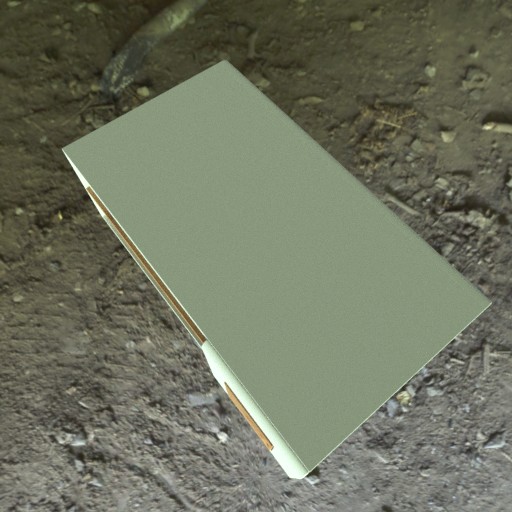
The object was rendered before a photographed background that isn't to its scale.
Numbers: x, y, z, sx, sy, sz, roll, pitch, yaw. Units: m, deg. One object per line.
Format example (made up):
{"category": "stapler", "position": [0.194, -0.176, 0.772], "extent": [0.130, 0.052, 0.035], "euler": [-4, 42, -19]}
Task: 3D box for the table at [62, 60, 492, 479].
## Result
{"category": "table", "position": [0.000, 0.000, 1.394], "extent": [0.639, 0.442, 1.097], "euler": [-36, 69, -16]}
